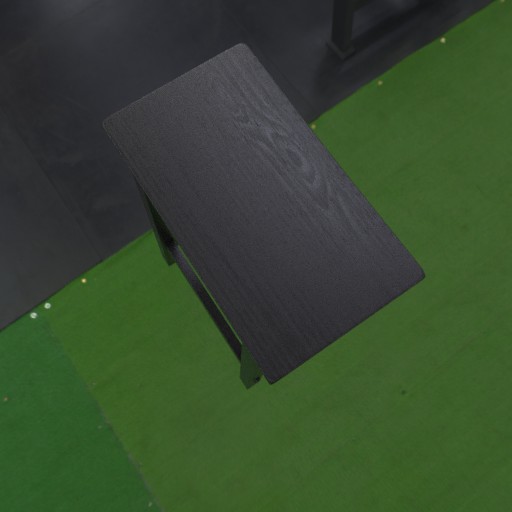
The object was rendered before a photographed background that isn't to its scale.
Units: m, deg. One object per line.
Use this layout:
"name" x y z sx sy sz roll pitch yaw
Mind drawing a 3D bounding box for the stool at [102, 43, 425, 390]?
"stool" 0.000 0.000 0.855 0.322 0.610 0.406 -33 78 -8
